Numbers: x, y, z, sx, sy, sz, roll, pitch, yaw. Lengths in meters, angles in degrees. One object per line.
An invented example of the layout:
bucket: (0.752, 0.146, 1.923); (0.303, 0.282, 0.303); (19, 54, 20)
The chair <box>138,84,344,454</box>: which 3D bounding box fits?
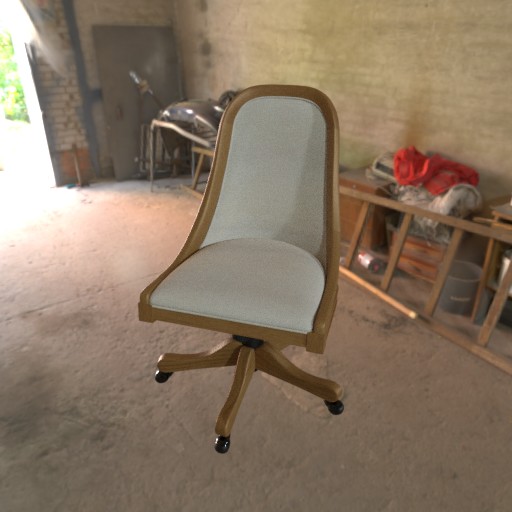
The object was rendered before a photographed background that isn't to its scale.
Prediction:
chair: (0.000, 0.000, 1.499); (0.702, 1.009, 0.811); (8, 28, 15)
